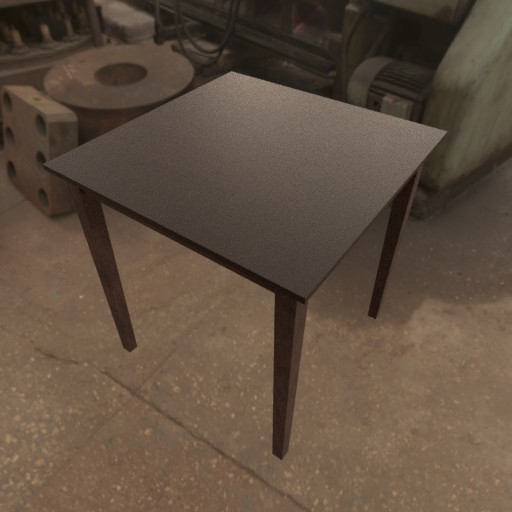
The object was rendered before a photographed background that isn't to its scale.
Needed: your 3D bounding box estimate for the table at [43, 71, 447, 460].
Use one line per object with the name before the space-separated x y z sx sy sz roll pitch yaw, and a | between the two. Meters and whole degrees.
table | 0.000 0.000 1.408 0.749 0.770 0.749 26 49 25
